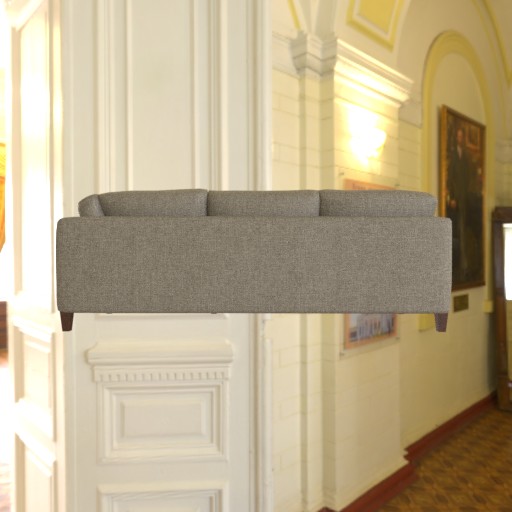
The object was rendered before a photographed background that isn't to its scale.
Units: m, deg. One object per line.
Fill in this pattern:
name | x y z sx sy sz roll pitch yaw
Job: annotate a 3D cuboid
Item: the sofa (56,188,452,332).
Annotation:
sofa | 0.000 0.000 4.465 2.593 0.947 3.302 0 1 1
